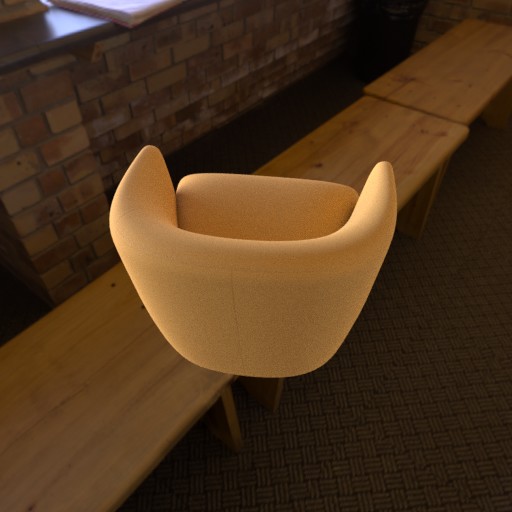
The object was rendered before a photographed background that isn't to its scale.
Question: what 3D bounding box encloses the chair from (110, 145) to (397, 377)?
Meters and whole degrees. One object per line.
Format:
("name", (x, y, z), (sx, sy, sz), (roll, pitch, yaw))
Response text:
("chair", (0.000, 0.000, 1.376), (0.773, 0.698, 0.767), (5, 45, 5))
